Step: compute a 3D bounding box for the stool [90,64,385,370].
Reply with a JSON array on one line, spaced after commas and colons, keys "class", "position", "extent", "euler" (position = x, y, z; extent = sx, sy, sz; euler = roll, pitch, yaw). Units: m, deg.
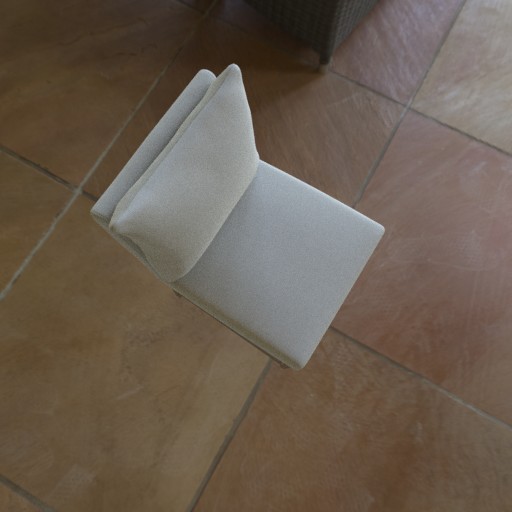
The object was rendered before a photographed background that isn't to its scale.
[{"class": "stool", "position": [0.000, 0.000, 1.358], "extent": [0.572, 1.032, 0.463], "euler": [31, 77, 8]}]
